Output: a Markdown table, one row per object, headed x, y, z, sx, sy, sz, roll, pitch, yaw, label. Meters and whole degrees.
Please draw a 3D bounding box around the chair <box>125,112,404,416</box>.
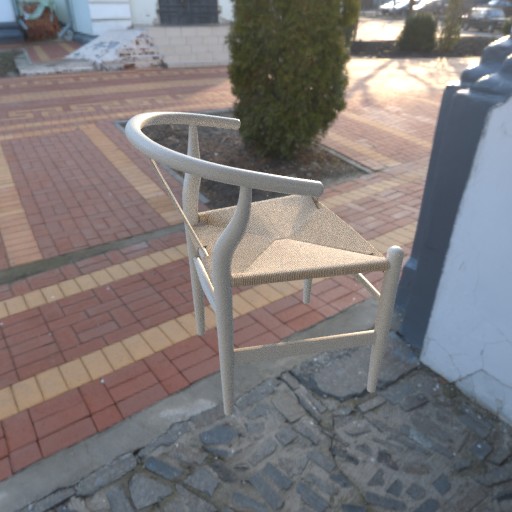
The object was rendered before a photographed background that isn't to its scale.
| x | y | z | sx | sy | sz | roll | pitch | yaw | label |
| --- | --- | --- | --- | --- | --- | --- | --- | --- | --- |
| 0.000 | 0.000 | 1.187 | 0.579 | 0.730 | 0.569 | -9 | 31 | -16 | chair |
